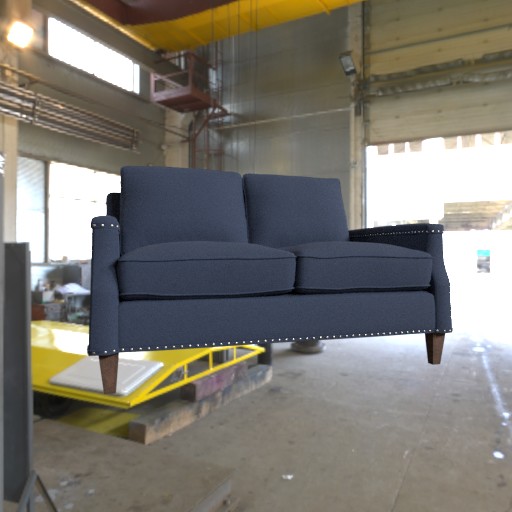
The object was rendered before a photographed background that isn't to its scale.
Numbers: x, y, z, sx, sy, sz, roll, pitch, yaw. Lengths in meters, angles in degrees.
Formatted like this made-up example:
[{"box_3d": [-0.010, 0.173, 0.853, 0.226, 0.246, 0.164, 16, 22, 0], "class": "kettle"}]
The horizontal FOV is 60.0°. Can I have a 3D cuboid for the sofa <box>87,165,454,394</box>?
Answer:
[{"box_3d": [0.000, 0.000, 2.304, 1.597, 1.003, 1.084, 0, 0, -17], "class": "sofa"}]
